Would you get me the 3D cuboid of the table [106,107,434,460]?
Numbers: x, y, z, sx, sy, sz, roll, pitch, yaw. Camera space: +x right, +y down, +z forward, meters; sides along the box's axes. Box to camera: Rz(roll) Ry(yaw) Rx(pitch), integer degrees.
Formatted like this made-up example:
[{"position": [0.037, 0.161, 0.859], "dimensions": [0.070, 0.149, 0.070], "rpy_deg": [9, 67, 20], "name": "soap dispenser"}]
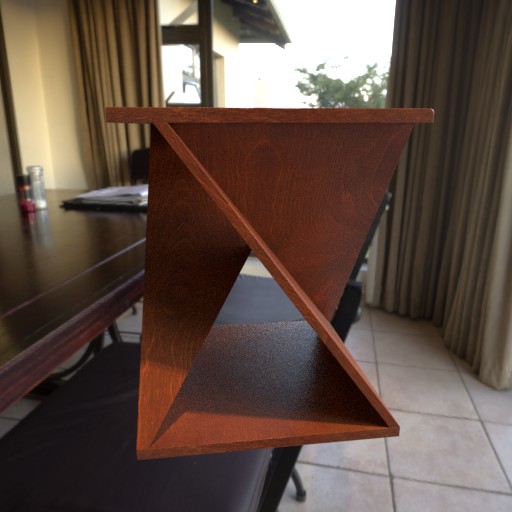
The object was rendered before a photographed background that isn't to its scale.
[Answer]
[{"position": [0.000, 0.000, 0.844], "dimensions": [0.427, 0.520, 0.427], "rpy_deg": [-2, 17, -7], "name": "table"}]
